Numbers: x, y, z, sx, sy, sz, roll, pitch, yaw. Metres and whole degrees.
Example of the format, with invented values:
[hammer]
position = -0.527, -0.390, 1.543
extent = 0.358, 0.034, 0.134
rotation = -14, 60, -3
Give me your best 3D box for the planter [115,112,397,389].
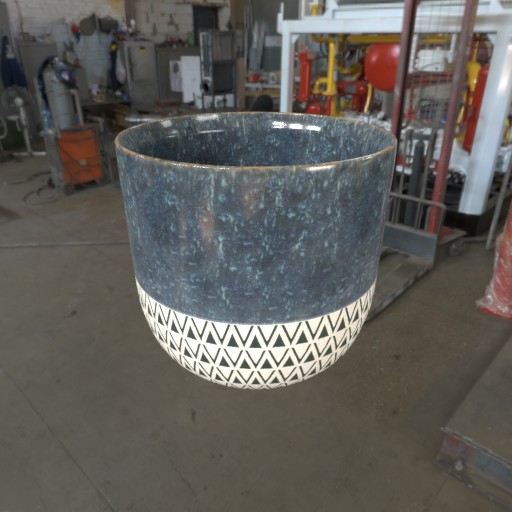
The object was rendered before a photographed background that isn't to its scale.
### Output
[planter]
position = 0.000, 0.000, 0.492
extent = 0.266, 0.270, 0.266
rotation = 0, 26, 0
